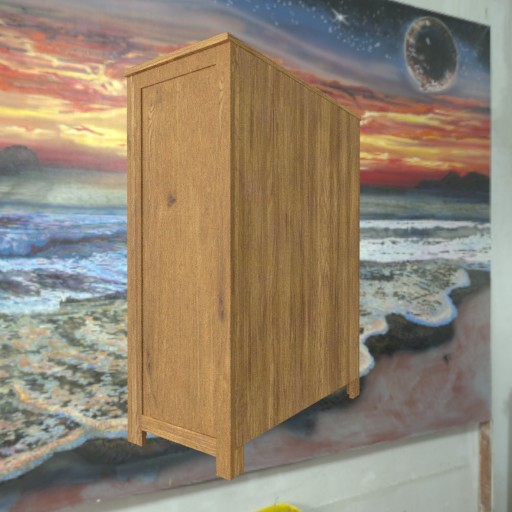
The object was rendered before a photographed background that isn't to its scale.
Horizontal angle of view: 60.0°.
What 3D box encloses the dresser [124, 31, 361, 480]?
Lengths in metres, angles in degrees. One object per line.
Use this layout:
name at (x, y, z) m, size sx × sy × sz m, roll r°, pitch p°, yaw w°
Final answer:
dresser at (0.000, 0.000, 2.002) m, size 0.558 × 1.431 × 1.081 m, roll 0°, pitch 1°, yaw 36°
